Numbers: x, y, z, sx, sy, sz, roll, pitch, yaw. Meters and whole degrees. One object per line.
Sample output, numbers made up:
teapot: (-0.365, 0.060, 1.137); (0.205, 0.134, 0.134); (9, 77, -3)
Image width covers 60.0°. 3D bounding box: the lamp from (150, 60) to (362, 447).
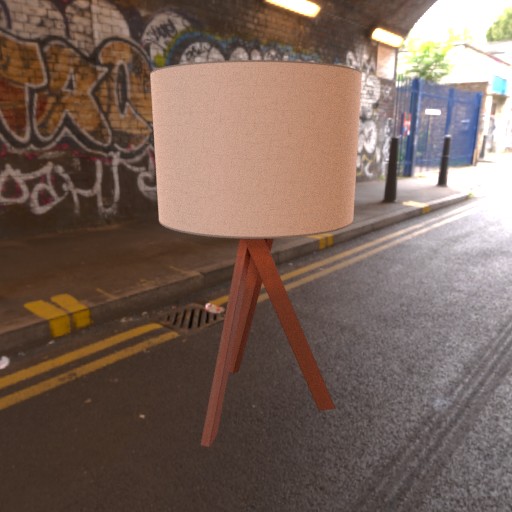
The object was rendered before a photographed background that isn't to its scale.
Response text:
lamp: (0.000, 0.000, 0.907); (0.380, 0.686, 0.380); (-3, 16, -9)
